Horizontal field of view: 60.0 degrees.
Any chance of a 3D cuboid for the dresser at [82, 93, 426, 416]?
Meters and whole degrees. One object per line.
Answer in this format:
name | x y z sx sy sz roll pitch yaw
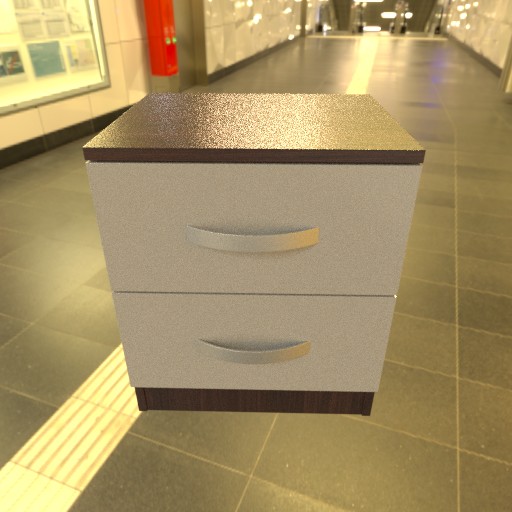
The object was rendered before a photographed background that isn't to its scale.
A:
dresser | 0.000 0.000 0.767 0.400 0.470 0.360 1 30 1
